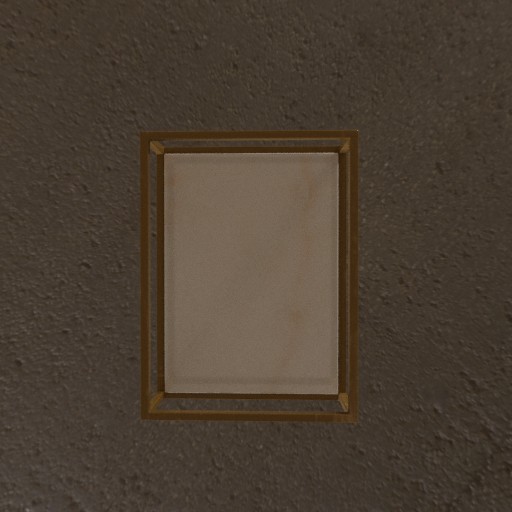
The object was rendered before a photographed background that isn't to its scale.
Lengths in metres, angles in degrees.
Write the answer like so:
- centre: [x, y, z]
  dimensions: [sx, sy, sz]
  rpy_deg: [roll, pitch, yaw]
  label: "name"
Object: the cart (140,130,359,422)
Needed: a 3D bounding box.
- centre: [0.000, 0.000, 0.998]
  dimensions: [0.332, 0.761, 0.483]
  rpy_deg: [0, 91, 2]
  label: "cart"
